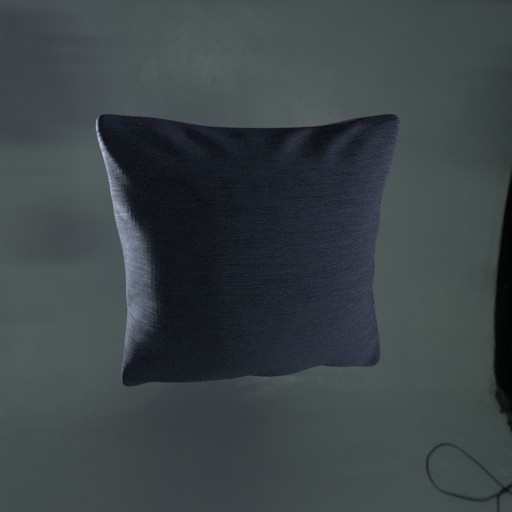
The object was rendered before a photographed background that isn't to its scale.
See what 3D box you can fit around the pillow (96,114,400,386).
[{"bbox_3d":[0.000,0.000,0.677,0.432,0.414,0.246,-3,17,-9],"label":"pillow"}]
